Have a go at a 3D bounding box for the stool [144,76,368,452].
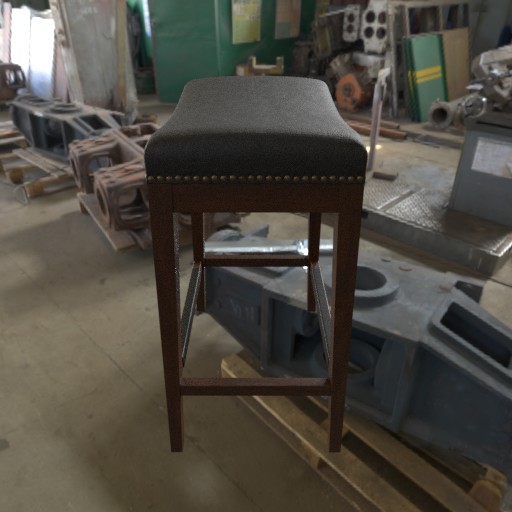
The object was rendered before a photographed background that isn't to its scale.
[{"bbox_3d":[0.000,0.000,0.957,0.353,0.664,0.490,0,32,0],"label":"stool"}]
